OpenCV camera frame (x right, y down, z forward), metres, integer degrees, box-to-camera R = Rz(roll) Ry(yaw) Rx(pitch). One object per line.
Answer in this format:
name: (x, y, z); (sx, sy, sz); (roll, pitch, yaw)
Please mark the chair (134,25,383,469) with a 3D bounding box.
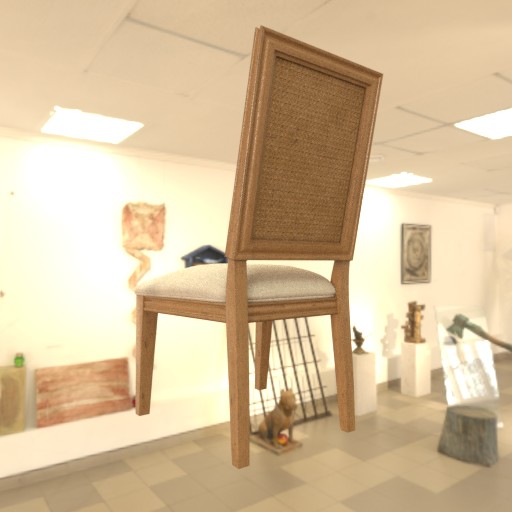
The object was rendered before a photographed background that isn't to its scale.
chair: (0.000, 0.000, 1.307); (0.536, 0.988, 0.601); (1, -1, -36)
